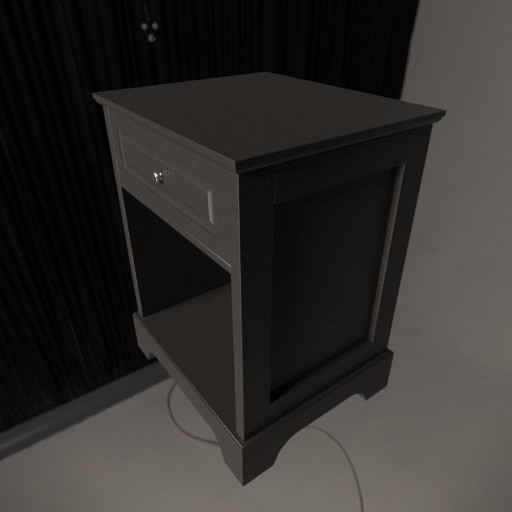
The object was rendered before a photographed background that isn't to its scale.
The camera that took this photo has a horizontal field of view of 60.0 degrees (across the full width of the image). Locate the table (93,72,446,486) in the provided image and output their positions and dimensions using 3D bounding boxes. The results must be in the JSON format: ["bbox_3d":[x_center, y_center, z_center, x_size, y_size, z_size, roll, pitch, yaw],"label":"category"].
[{"bbox_3d":[0.000,0.000,0.903,0.399,0.610,0.460,-21,37,-31],"label":"table"}]
